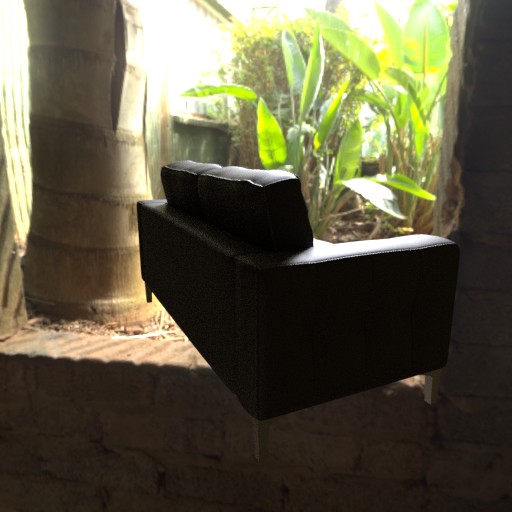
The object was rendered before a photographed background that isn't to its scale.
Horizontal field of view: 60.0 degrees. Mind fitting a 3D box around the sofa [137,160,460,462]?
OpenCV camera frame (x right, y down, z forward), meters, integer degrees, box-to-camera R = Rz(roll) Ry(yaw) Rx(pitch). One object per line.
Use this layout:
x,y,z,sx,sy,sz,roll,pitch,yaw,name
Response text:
0.000,0.000,2.179,0.833,0.893,1.726,-7,16,-25,sofa
